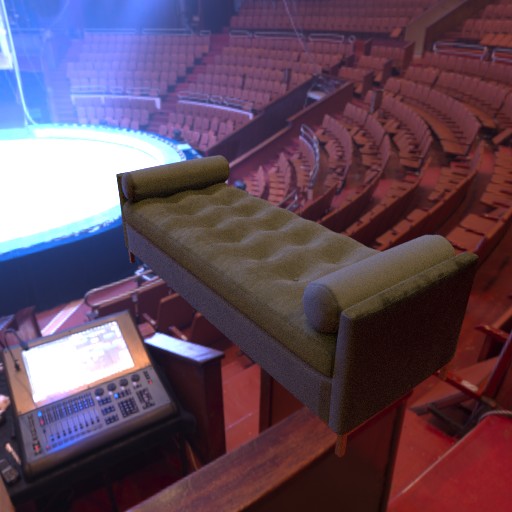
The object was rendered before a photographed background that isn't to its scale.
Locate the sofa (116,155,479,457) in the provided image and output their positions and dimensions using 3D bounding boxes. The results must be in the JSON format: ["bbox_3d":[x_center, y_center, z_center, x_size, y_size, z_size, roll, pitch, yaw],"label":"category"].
[{"bbox_3d":[0.000,0.000,2.499,0.796,0.705,2.102,-19,32,-32],"label":"sofa"}]
